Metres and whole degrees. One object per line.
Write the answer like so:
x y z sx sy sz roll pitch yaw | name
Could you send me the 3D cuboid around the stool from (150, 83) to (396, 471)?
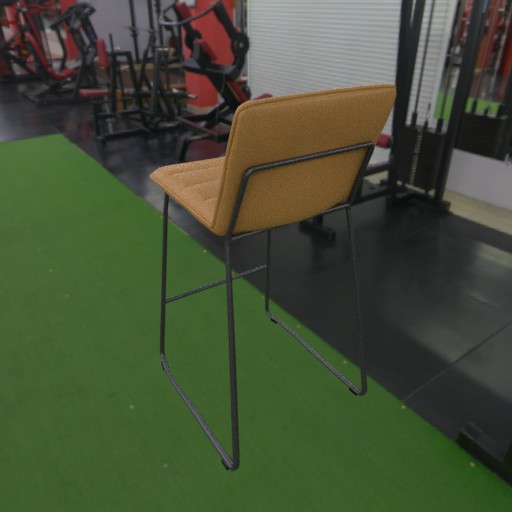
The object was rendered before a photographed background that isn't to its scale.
0.000 0.000 1.224 0.489 0.936 0.524 -18 35 -28 | stool
